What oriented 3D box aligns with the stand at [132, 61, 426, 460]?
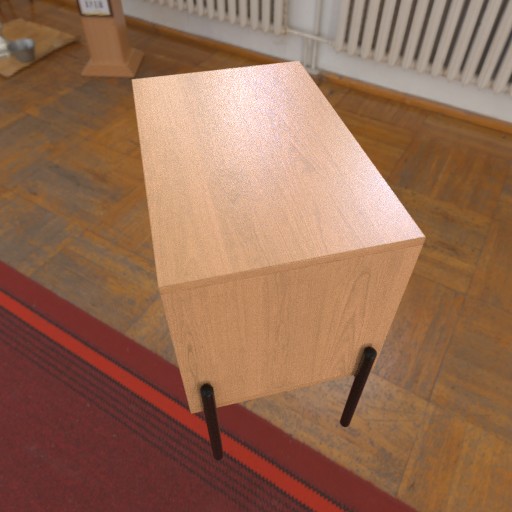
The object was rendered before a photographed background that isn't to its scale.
[{"bbox_3d":[0.000,0.000,1.005,0.400,0.600,0.630,-10,48,-9],"label":"stand"}]
